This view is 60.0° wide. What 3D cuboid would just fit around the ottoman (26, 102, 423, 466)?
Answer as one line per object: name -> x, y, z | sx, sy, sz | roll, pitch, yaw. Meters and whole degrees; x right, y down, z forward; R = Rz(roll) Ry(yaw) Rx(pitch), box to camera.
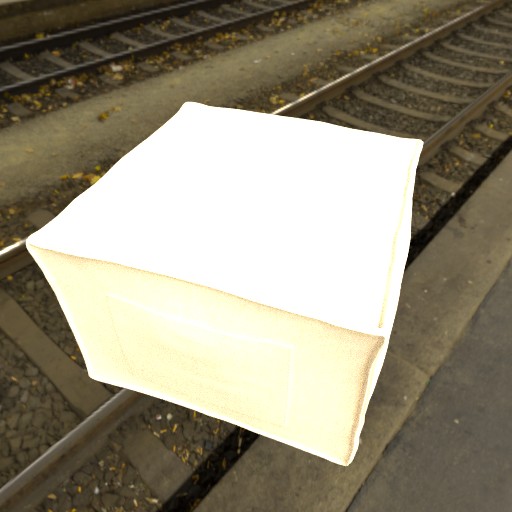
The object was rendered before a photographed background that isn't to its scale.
ottoman -> 0.000, 0.000, 1.115 | 0.707, 0.470, 0.696 | 13, 43, 14
